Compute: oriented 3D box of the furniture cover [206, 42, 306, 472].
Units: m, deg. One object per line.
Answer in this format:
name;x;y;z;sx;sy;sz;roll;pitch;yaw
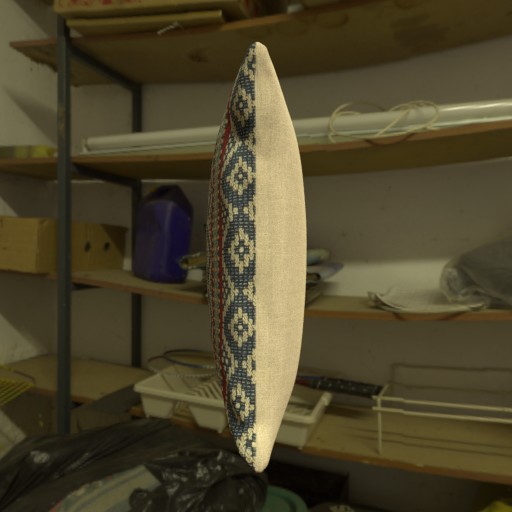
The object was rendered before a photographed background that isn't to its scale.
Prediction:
furniture cover;0.000;0.000;0.654;0.139;0.431;0.431;0;0;0
